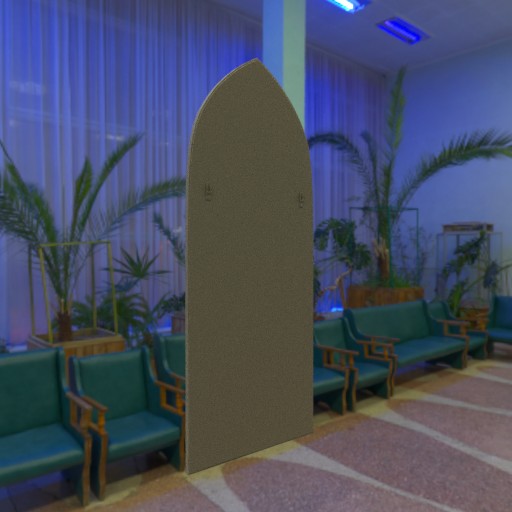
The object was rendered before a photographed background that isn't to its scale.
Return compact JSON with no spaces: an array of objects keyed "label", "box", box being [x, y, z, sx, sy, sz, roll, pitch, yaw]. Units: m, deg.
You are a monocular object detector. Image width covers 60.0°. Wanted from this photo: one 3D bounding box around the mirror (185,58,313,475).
[{"label":"mirror","box":[0.000,0.000,1.327,0.464,1.175,0.025,-1,1,-37]}]
